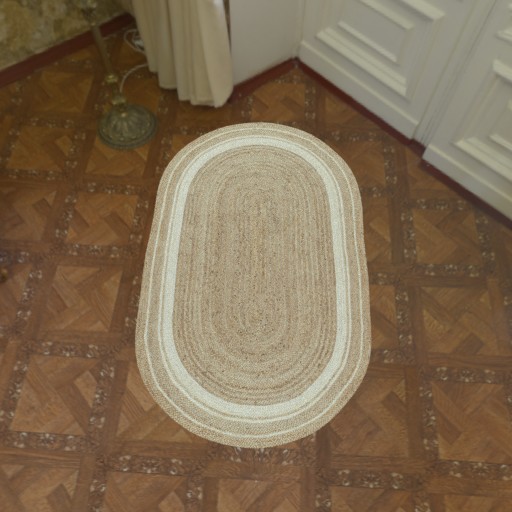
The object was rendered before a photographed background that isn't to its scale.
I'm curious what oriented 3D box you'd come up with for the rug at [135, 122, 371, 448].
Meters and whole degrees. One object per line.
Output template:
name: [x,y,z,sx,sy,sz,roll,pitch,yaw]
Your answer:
rug: [0.000,0.000,3.052,1.520,0.006,2.432,2,63,1]
